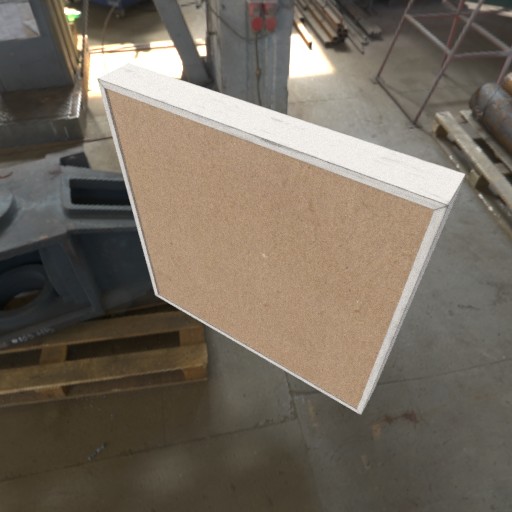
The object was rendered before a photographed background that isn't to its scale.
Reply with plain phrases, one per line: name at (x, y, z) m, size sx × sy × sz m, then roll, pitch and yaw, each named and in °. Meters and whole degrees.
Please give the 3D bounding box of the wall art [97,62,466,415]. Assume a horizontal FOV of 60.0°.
wall art at (0.000, 0.000, 0.449) m, size 0.305 × 0.305 × 0.038 m, roll 26°, pitch 52°, yaw 22°
